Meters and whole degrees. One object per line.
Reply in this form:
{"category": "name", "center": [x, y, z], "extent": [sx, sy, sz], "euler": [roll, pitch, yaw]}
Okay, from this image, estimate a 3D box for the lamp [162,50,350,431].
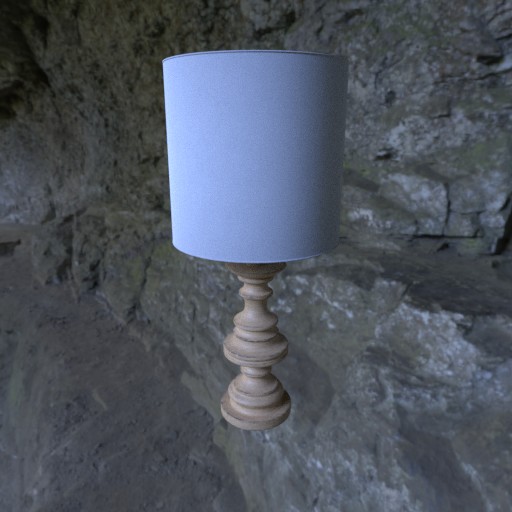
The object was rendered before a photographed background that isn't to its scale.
{"category": "lamp", "center": [0.000, 0.000, 0.569], "extent": [0.208, 0.455, 0.208], "euler": [-2, 17, -7]}
